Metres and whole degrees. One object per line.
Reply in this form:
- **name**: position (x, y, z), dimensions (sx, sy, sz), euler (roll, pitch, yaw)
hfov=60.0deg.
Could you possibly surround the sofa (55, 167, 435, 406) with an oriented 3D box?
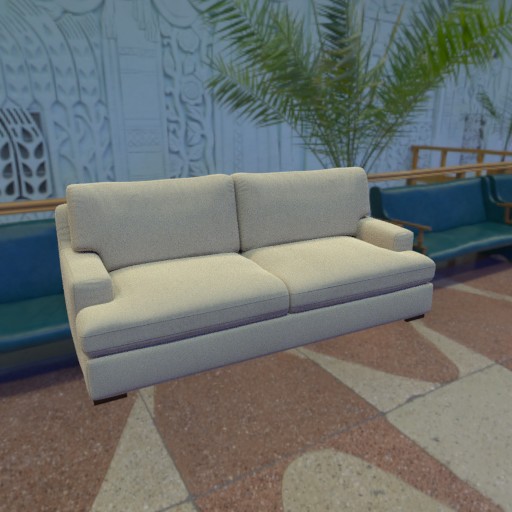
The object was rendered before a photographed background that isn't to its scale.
- **sofa**: position (0.000, 0.000, 2.683), dimensions (2.147, 0.925, 0.929), euler (-9, 19, -26)
